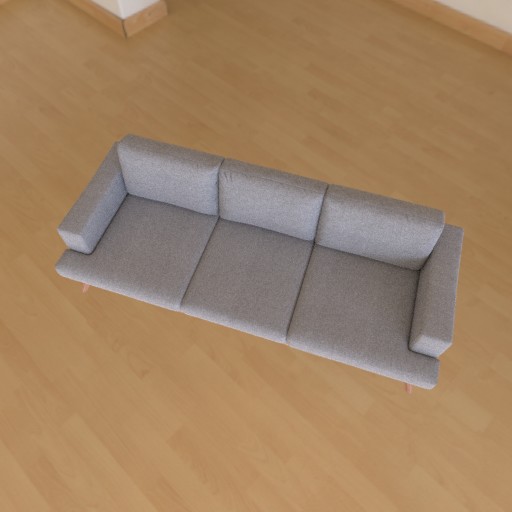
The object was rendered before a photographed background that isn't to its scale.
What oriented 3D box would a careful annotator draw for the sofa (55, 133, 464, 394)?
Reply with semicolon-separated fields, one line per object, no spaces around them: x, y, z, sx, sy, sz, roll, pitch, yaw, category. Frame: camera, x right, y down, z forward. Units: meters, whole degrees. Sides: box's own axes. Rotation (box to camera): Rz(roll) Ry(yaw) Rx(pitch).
0.000;0.000;2.720;2.310;0.810;0.920;16;60;9;sofa
